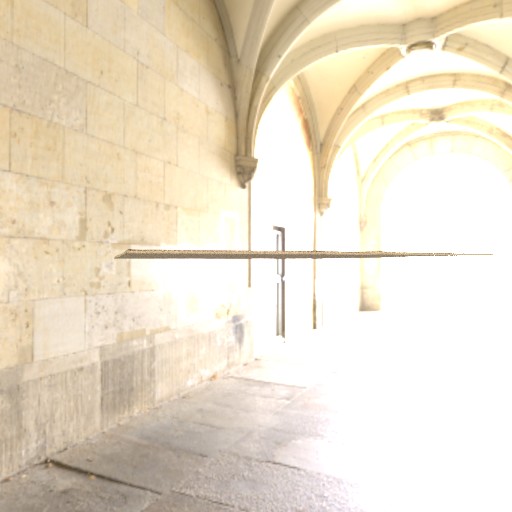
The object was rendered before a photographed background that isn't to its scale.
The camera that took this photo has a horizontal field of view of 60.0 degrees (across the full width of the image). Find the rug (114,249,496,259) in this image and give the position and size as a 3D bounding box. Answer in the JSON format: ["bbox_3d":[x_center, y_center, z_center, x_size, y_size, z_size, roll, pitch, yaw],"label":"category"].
[{"bbox_3d":[0.000,0.000,4.061,2.429,0.030,3.052,0,-1,-19],"label":"rug"}]
